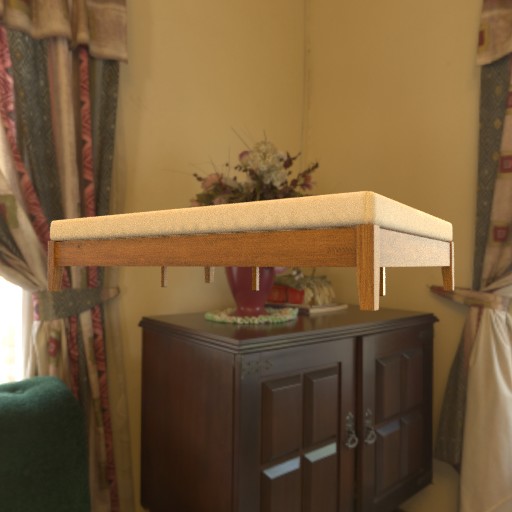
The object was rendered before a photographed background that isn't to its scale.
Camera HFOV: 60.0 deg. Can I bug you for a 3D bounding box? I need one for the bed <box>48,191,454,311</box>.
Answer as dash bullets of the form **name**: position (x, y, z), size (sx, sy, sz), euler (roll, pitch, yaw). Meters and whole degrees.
- **bed**: position (0.000, 0.000, 2.750), size (2.016, 0.431, 1.536), euler (-1, -1, 34)
